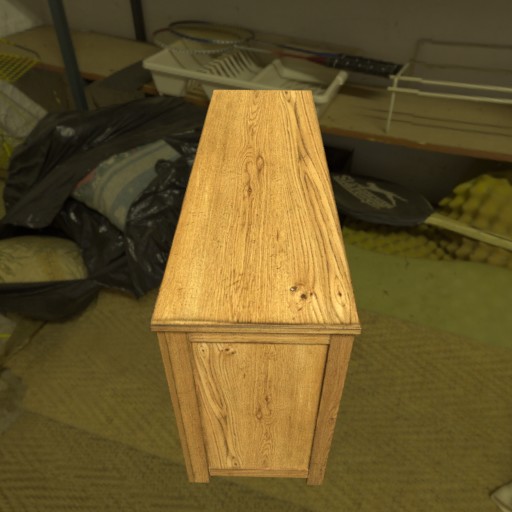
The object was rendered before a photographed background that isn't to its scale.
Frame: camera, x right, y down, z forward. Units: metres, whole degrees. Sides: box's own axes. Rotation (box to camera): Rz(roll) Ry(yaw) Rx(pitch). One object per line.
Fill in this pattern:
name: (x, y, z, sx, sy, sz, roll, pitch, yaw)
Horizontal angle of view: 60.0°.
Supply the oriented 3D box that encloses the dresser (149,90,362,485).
dresser: (0.000, 0.000, 2.036, 0.563, 0.932, 1.657, 1, 40, 1)
